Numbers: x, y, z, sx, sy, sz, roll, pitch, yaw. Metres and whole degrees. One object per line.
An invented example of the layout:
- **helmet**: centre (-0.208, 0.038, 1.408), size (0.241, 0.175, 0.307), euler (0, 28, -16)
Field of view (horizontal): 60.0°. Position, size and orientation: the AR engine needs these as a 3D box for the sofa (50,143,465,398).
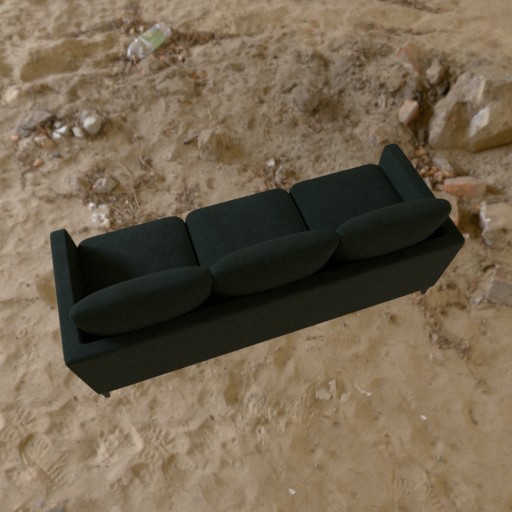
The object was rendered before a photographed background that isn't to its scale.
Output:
- **sofa**: centre (0.000, 0.000, 2.692), size (2.218, 0.870, 0.859), euler (-16, 59, -10)
